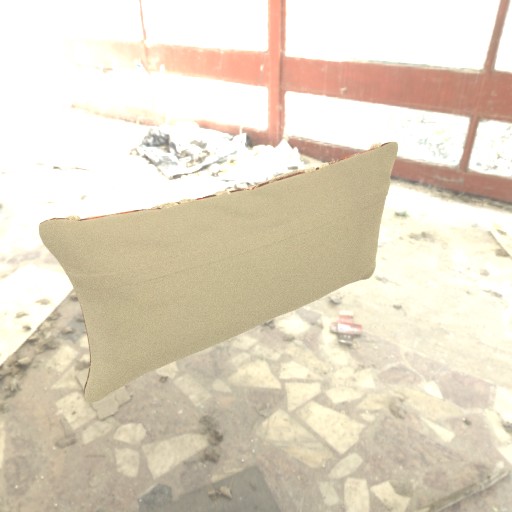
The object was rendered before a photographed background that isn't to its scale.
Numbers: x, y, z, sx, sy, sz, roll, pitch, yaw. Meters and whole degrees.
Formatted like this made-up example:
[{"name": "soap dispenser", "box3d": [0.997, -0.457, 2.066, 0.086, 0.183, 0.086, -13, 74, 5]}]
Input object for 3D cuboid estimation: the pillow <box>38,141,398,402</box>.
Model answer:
[{"name": "pillow", "box3d": [0.000, 0.000, 0.725, 0.608, 0.295, 0.161, -19, 36, -29]}]
